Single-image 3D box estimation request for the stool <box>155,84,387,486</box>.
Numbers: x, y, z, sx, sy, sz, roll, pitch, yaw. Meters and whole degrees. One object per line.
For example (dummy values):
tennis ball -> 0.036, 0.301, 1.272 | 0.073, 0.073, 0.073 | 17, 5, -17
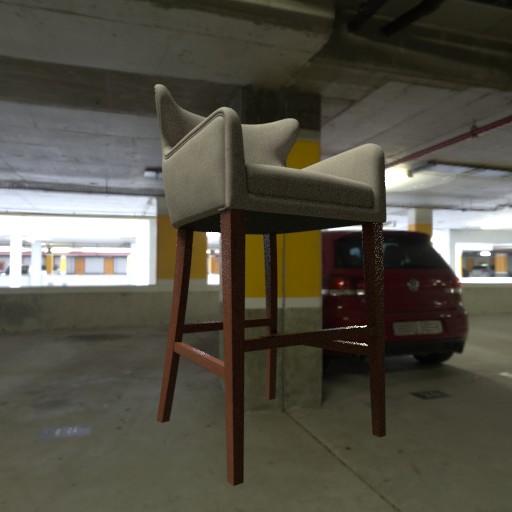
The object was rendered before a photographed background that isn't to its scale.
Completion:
stool -> 0.000, 0.000, 1.381 | 0.575, 1.047, 0.575 | 1, -2, -35
